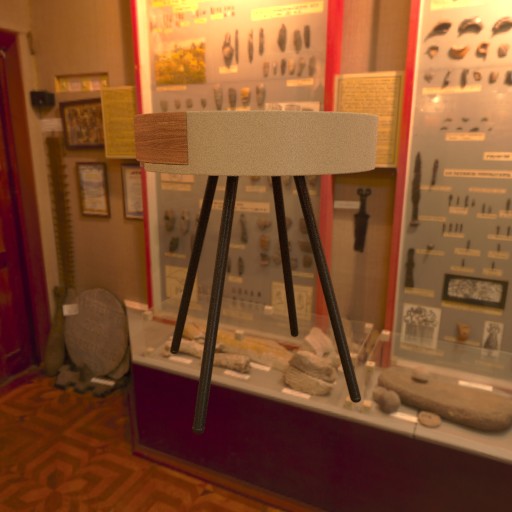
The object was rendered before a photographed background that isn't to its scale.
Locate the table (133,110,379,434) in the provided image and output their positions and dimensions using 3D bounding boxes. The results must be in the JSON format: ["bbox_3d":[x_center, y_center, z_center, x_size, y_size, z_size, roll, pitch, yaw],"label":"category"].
[{"bbox_3d":[0.000,0.000,0.878,0.450,0.525,0.450,0,15,0],"label":"table"}]
